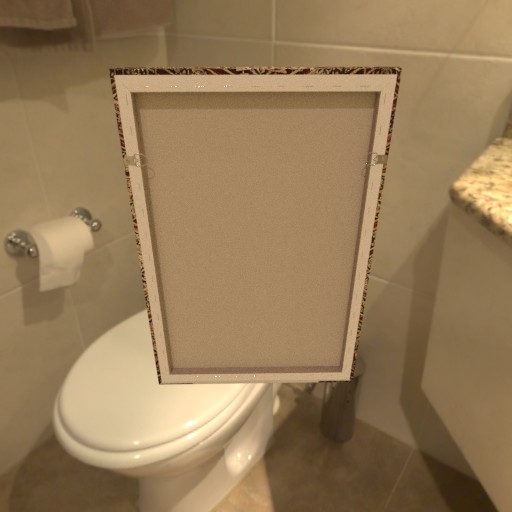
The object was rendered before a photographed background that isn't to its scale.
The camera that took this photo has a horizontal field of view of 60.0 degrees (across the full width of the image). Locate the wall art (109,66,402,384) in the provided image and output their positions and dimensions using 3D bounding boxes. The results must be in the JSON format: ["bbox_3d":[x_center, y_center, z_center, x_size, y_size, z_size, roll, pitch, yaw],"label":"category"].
[{"bbox_3d":[0.000,0.000,0.760,0.397,0.599,0.020,0,31,-1],"label":"wall art"}]
